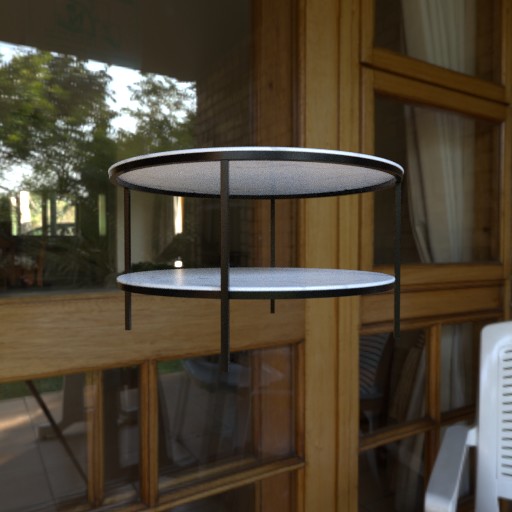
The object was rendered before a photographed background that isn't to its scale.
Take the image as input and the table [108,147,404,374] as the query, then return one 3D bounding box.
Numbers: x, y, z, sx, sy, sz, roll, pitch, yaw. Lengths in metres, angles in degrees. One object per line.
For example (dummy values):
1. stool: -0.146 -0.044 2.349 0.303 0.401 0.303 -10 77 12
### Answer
1. table: 0.000 0.000 1.272 0.800 0.450 0.800 0 2 0
